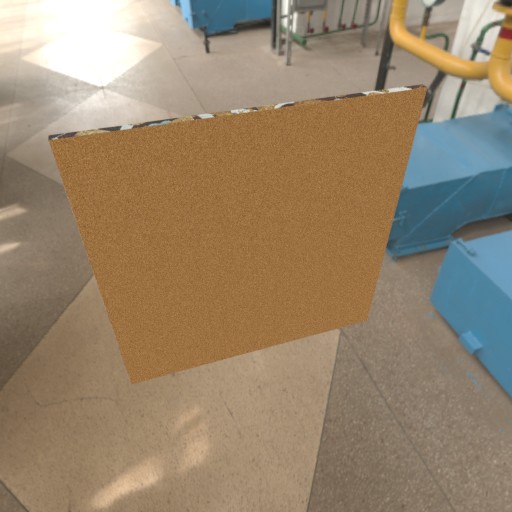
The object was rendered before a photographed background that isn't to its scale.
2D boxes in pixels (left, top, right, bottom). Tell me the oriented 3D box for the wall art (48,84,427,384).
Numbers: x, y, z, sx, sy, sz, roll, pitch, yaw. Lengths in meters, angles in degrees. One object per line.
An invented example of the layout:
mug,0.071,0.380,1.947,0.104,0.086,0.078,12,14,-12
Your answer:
wall art,0.000,0.000,0.592,0.404,0.406,0.010,-12,43,-13
